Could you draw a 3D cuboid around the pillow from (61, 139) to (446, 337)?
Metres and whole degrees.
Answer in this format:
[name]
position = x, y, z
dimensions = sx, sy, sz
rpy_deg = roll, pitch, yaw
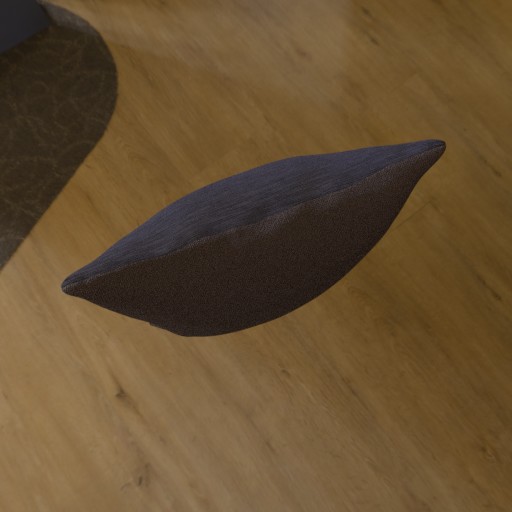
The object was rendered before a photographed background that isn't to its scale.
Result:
[pillow]
position = 0.000, 0.000, 0.687
dimensions = 0.452, 0.439, 0.204
rpy_deg = -21, 78, -5
